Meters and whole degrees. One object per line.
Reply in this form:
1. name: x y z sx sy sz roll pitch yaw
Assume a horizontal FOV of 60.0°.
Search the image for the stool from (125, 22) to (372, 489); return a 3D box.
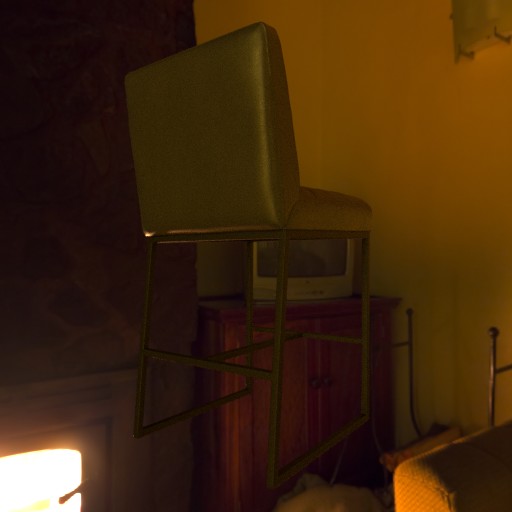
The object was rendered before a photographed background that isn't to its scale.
1. stool: 0.000 0.000 1.206 0.457 0.938 0.552 0 -1 37
